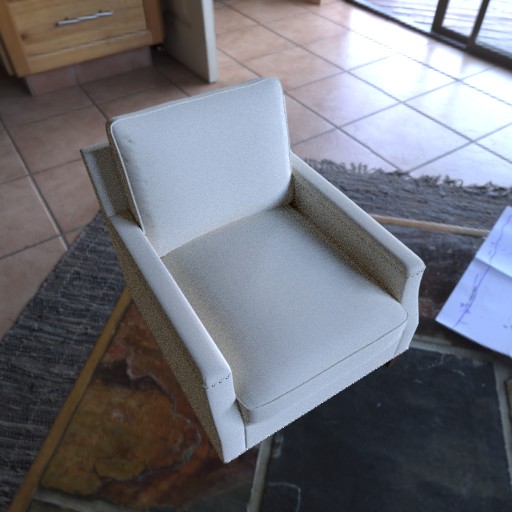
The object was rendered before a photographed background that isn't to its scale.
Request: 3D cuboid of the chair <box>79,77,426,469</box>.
[{"bbox_3d":[0.000,0.000,1.651,0.853,0.943,1.014,-24,51,-22],"label":"chair"}]
